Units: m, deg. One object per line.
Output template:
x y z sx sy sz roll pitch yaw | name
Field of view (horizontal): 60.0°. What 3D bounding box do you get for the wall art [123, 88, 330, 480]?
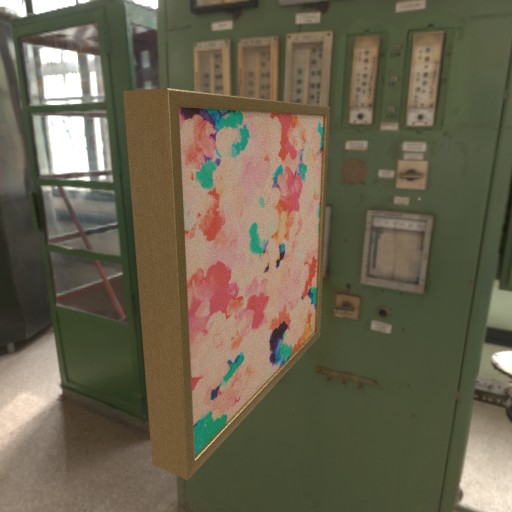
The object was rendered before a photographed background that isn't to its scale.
0.000 0.000 0.461 0.038 0.305 0.304 9 18 28 | wall art
